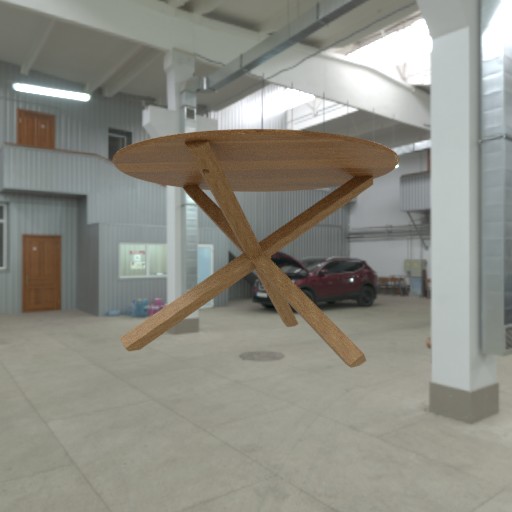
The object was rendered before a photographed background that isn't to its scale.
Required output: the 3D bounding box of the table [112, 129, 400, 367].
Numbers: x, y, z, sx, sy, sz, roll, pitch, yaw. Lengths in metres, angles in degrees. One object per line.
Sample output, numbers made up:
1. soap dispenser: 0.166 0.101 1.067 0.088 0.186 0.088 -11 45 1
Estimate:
1. table: 0.000 0.000 1.684 1.038 0.666 1.038 0 0 0
